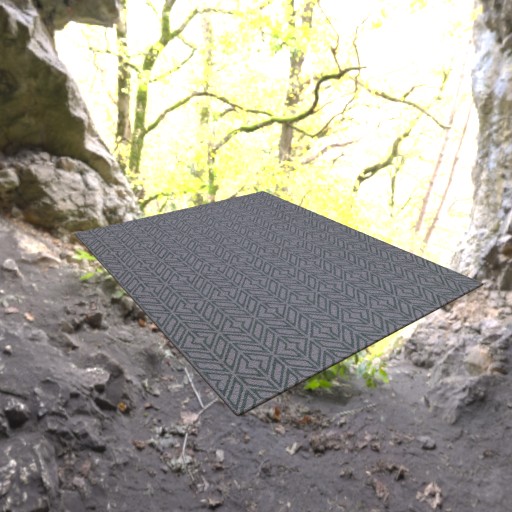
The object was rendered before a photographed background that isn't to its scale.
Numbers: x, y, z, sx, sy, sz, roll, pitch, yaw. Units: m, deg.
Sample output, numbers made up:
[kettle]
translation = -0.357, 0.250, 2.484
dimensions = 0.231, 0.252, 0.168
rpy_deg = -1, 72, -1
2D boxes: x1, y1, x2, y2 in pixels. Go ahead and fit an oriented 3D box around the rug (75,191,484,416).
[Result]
[rug]
translation = 0.000, 0.000, 4.115
dimensions = 2.441, 0.017, 3.050
rpy_deg = -18, 31, -32
